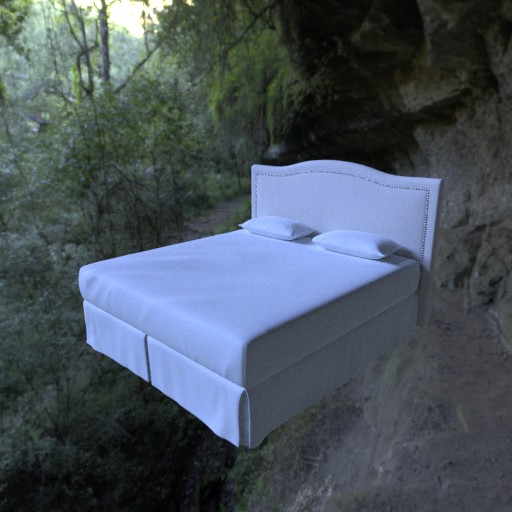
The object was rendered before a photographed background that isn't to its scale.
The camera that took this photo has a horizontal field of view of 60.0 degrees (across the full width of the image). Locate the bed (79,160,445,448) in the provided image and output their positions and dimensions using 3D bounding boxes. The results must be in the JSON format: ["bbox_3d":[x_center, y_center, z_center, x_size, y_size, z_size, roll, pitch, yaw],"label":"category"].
[{"bbox_3d":[0.000,0.000,3.608,2.083,1.421,2.182,15,22,42],"label":"bed"}]
